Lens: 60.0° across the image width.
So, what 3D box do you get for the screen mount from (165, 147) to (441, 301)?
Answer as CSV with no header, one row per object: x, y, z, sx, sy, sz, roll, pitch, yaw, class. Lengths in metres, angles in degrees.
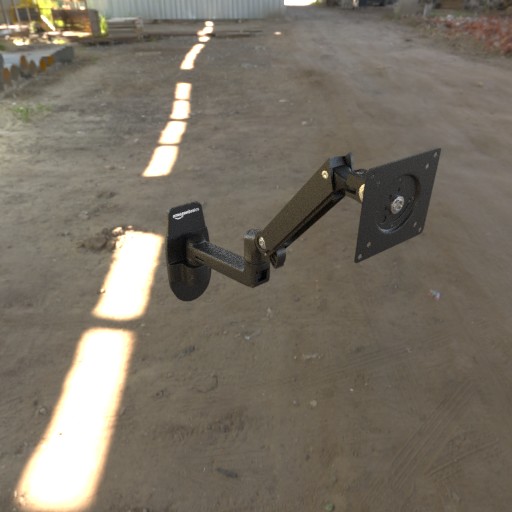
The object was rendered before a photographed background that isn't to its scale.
0.000,0.000,0.722,0.115,0.466,0.495,-21,37,-31,screen mount
